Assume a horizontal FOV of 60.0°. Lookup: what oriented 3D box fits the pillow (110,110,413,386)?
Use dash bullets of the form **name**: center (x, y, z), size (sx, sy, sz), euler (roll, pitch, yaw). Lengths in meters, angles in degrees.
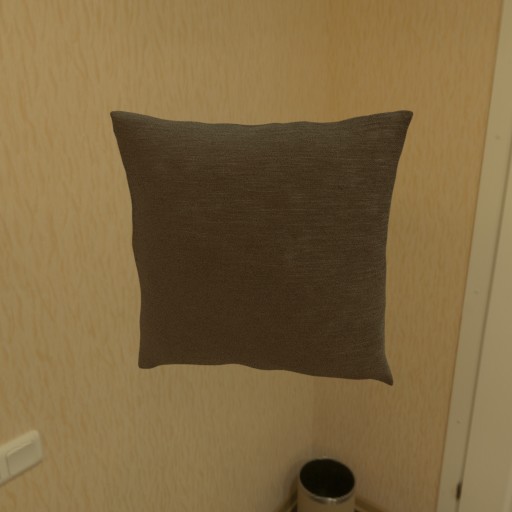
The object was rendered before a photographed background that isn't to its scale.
- **pillow**: center (0.000, 0.000, 0.698), size (0.452, 0.439, 0.204), euler (2, 16, 9)
